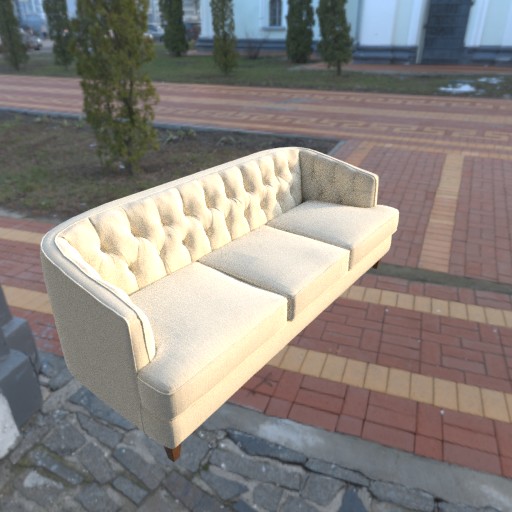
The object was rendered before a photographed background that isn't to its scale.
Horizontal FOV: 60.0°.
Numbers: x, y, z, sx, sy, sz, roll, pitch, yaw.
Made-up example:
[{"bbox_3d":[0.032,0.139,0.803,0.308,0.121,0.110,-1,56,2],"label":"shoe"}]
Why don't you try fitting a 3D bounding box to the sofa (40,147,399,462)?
[{"bbox_3d":[0.000,0.000,2.637,0.941,0.855,2.278,19,33,32],"label":"sofa"}]
